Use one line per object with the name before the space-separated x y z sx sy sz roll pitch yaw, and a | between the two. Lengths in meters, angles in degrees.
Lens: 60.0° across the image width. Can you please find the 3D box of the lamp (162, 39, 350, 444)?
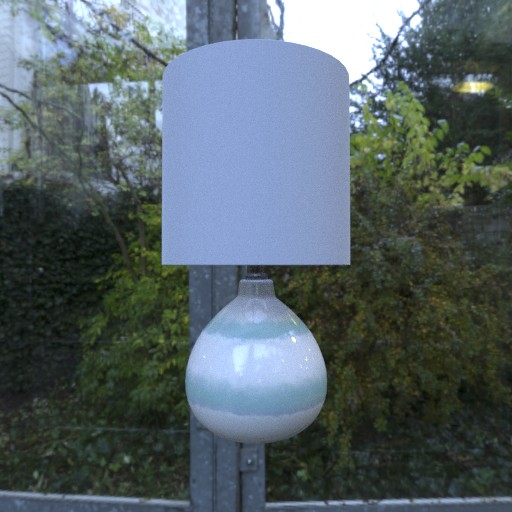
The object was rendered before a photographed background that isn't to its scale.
lamp | 0.000 0.000 0.521 0.217 0.404 0.217 0 -1 19
